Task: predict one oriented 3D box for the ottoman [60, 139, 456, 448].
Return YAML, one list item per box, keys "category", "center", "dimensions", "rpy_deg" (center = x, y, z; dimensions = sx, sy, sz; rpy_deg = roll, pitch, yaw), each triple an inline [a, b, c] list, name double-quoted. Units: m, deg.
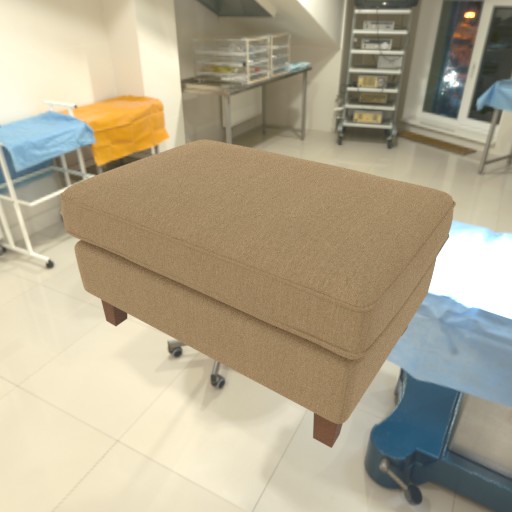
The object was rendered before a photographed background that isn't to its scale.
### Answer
- category: "ottoman"
  center: [0.000, 0.000, 1.311]
  dimensions: [0.945, 0.521, 0.636]
  rpy_deg: [20, 36, 30]
